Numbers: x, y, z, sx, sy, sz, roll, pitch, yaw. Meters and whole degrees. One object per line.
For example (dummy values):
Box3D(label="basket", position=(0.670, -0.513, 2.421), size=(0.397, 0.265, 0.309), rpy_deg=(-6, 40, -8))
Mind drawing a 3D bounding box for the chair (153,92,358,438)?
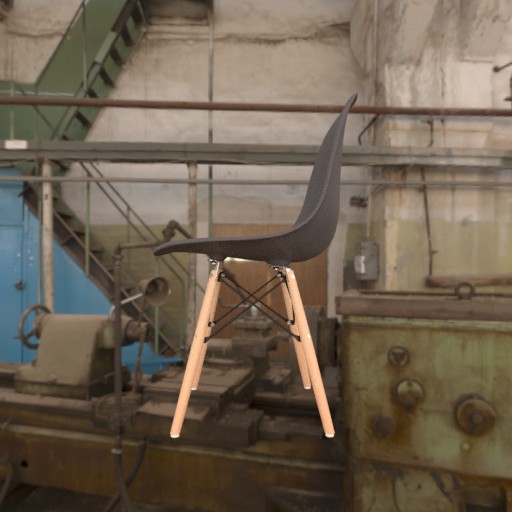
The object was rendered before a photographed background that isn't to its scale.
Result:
Box3D(label="chair", position=(0.000, 0.000, 1.196), size=(0.533, 0.826, 0.470), rpy_deg=(0, 0, -1))
